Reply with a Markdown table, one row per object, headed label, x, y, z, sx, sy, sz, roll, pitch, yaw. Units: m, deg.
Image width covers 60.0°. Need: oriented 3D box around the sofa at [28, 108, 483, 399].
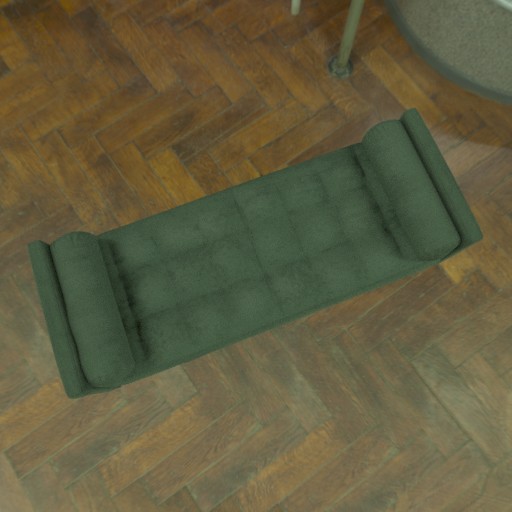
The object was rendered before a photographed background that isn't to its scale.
| label | x | y | z | sx | sy | sz | roll | pitch | yaw |
| --- | --- | --- | --- | --- | --- | --- | --- | --- | --- |
| sofa | 0.000 | 0.000 | 2.453 | 2.130 | 0.681 | 0.817 | -20 | 77 | -5 |
